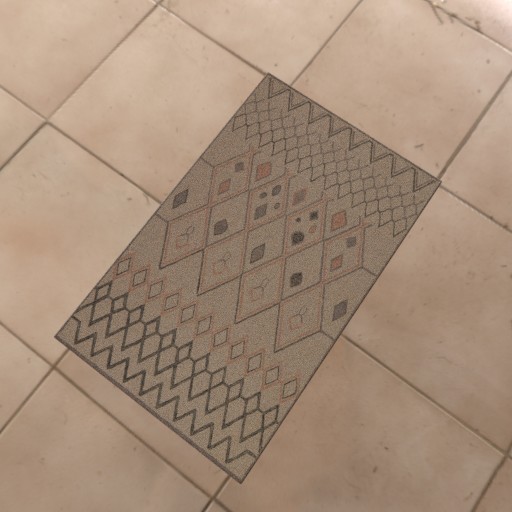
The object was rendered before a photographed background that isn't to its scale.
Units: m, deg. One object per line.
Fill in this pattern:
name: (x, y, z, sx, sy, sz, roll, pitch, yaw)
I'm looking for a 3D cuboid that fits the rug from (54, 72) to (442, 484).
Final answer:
rug: (0.000, 0.000, 3.035, 1.524, 0.015, 2.438, 35, 79, 8)
